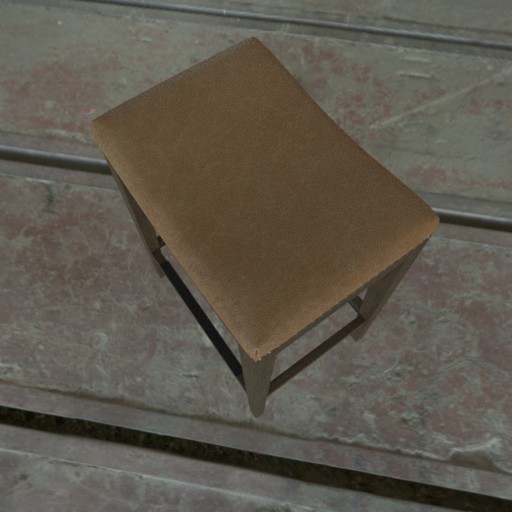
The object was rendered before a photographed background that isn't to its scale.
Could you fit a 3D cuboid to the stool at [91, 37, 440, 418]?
[{"bbox_3d":[0.000,0.000,0.963,0.361,0.660,0.500,-33,70,-14],"label":"stool"}]
